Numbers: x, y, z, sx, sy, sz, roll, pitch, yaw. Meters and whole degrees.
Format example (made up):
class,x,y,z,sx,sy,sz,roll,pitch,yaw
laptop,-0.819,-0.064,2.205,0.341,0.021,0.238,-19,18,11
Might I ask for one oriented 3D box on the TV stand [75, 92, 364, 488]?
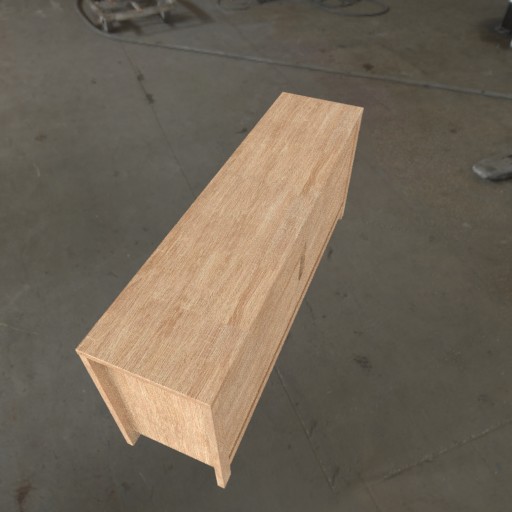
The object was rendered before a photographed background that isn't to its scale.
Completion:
class,x,y,z,sx,sy,sz,roll,pitch,yaw
TV stand,0.000,0.000,1.733,0.398,0.610,1.466,17,49,15
